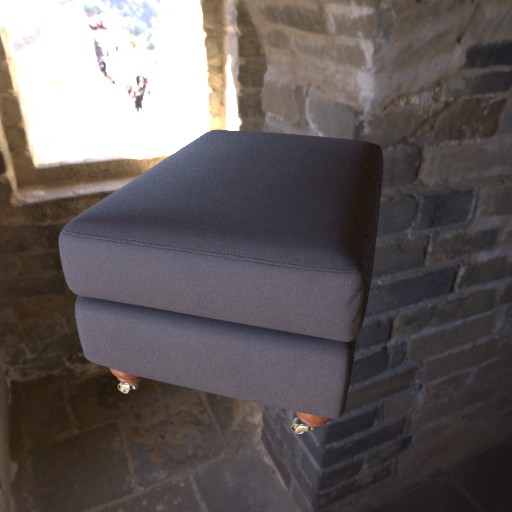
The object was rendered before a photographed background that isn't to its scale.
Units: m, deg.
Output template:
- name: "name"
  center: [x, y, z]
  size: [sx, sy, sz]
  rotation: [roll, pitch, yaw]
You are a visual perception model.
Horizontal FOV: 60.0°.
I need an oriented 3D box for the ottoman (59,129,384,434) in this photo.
- name: "ottoman"
  center: [0.000, 0.000, 1.136]
  size: [0.574, 0.497, 0.773]
  rotation: [8, 31, 14]
